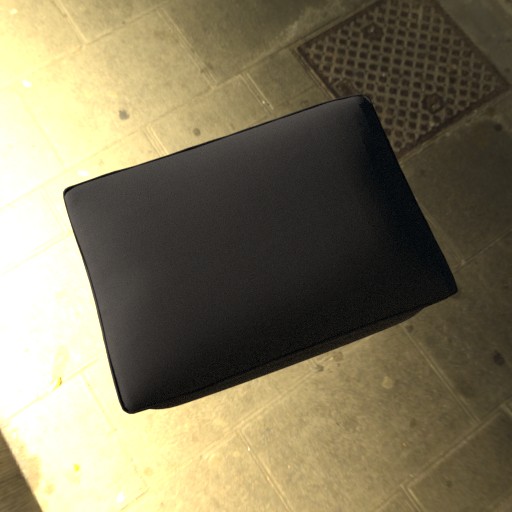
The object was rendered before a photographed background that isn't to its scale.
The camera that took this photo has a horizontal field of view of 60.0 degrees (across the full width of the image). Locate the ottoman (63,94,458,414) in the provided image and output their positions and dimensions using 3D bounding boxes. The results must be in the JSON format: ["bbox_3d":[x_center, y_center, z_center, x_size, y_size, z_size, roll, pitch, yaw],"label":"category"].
[{"bbox_3d":[0.000,0.000,1.007,0.686,0.406,0.508,-19,77,-5],"label":"ottoman"}]
